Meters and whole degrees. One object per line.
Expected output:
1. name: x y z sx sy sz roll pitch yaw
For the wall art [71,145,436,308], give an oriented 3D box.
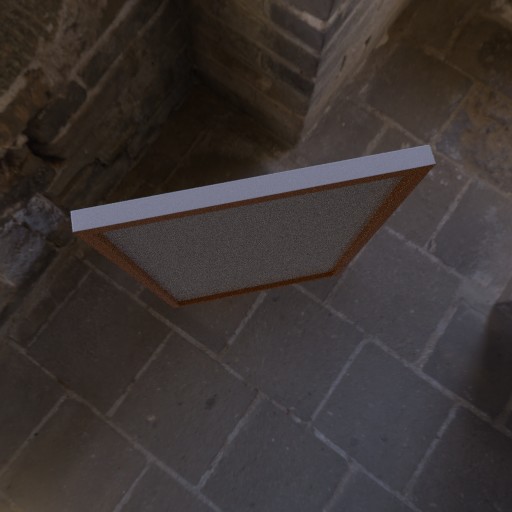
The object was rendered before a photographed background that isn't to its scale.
1. wall art: 0.000 0.000 0.781 0.405 0.608 0.025 -11 76 -3
